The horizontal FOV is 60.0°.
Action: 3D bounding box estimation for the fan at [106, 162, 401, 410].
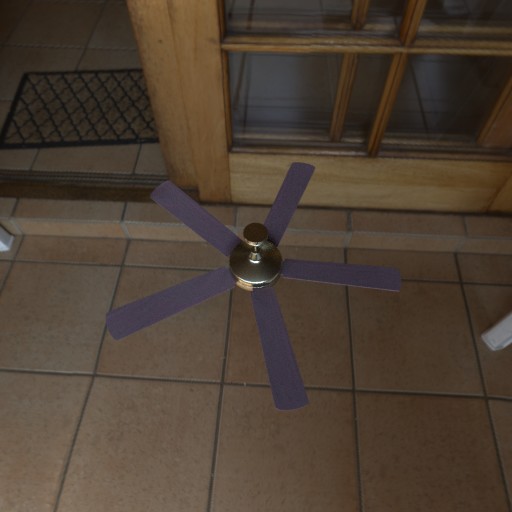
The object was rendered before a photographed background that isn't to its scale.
[{"bbox_3d":[0.000,0.000,1.994,1.321,0.356,1.321,-2,57,-1],"label":"fan"}]
